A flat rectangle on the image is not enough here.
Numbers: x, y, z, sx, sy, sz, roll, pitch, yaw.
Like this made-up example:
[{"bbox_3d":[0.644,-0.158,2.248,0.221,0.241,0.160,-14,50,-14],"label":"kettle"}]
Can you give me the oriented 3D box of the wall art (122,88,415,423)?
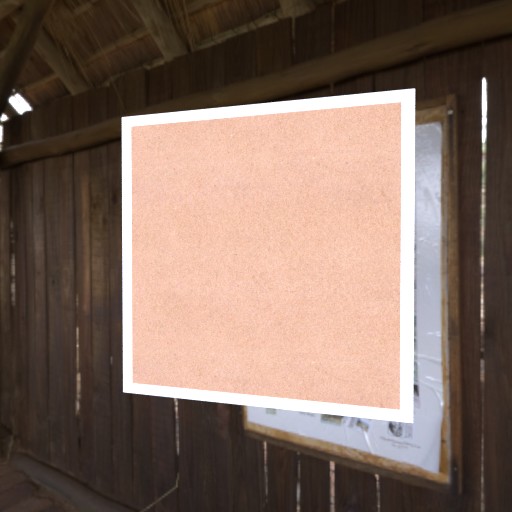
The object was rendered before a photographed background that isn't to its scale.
[{"bbox_3d":[0.000,0.000,1.133,0.760,0.760,0.036,0,1,17],"label":"wall art"}]
